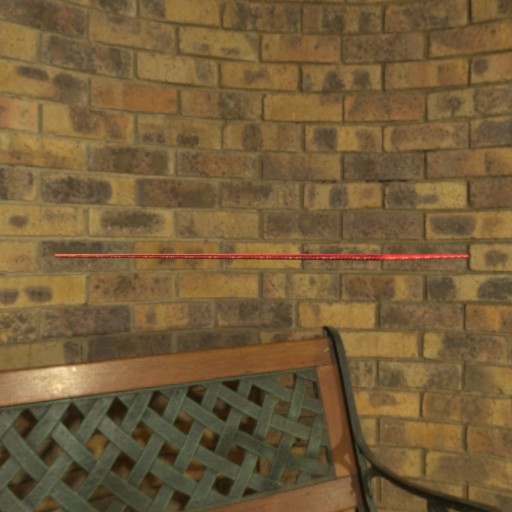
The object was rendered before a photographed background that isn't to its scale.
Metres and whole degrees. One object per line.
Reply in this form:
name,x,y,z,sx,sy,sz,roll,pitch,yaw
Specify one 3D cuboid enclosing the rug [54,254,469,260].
rug,0.000,0.000,2.339,1.835,0.018,1.230,0,0,36
